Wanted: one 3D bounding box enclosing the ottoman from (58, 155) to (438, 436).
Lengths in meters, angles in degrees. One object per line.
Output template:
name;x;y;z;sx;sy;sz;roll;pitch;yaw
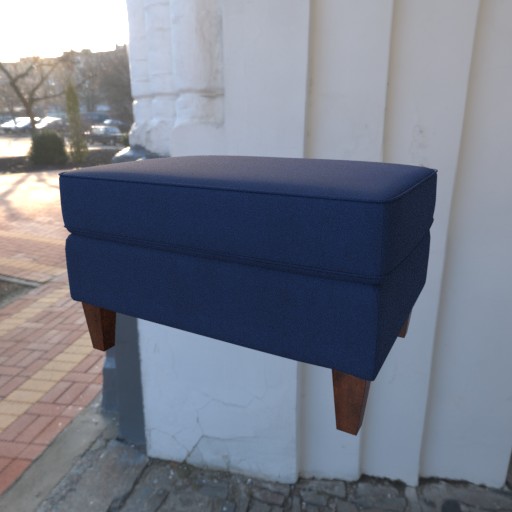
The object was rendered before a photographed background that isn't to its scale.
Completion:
ottoman;0.000;0.000;1.384;0.965;0.584;0.686;9;19;27
